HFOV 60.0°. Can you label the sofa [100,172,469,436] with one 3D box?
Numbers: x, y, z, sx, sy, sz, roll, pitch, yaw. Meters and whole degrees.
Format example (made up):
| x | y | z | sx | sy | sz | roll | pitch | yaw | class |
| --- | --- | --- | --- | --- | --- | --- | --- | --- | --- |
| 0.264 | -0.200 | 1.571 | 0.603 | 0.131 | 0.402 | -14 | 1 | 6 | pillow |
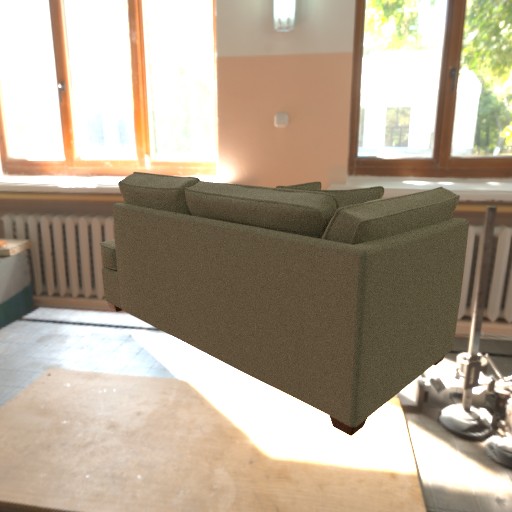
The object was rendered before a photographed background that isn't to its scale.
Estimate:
| x | y | z | sx | sy | sz | roll | pitch | yaw | class |
| --- | --- | --- | --- | --- | --- | --- | --- | --- | --- |
| 0.000 | 0.000 | 2.860 | 1.110 | 1.033 | 2.237 | -14 | 19 | -43 | sofa |
